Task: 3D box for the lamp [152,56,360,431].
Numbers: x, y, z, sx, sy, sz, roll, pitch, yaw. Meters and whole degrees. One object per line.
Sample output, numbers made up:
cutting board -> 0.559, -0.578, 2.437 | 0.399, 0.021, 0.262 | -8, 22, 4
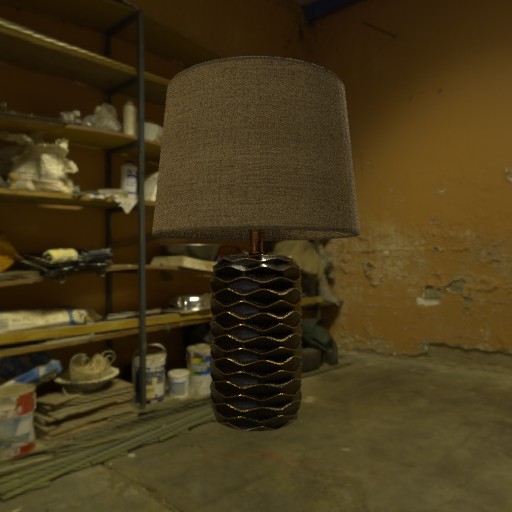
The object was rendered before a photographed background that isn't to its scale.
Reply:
lamp -> 0.000, 0.000, 0.821 | 0.376, 0.594, 0.376 | 0, -1, 0
